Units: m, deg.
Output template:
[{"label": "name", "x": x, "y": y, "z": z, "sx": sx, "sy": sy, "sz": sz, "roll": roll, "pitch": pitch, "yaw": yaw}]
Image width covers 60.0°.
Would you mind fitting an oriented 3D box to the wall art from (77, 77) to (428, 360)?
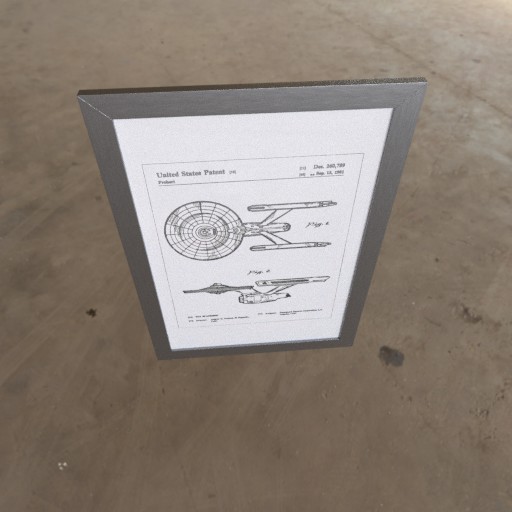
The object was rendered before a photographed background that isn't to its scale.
[{"label": "wall art", "x": 0.000, "y": 0.000, "z": 0.667, "sx": 0.376, "sy": 0.529, "sz": 0.013, "roll": -3, "pitch": 46, "yaw": -3}]
